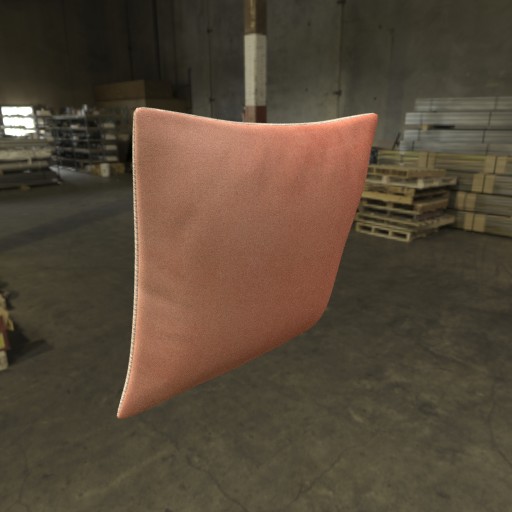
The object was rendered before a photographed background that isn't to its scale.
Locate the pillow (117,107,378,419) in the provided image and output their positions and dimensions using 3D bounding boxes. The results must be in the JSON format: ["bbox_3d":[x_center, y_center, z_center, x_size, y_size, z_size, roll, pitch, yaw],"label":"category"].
[{"bbox_3d":[0.000,0.000,0.648,0.424,0.401,0.177,-16,23,-42],"label":"pillow"}]
